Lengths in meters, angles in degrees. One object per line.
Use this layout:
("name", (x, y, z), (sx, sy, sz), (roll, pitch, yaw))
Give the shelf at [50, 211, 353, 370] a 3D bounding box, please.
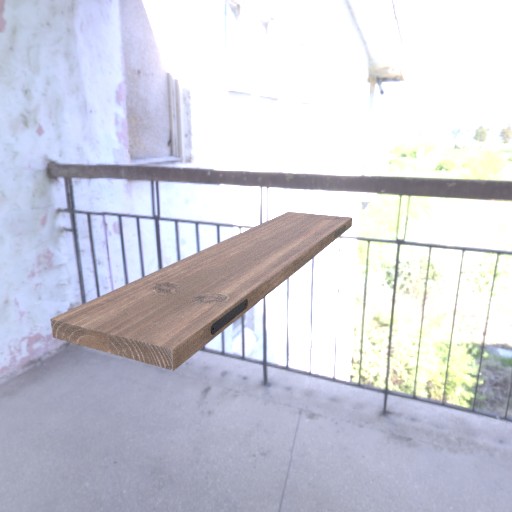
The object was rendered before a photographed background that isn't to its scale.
("shelf", (0.000, 0.000, 0.656), (0.140, 0.020, 0.610), (8, 18, 24))
